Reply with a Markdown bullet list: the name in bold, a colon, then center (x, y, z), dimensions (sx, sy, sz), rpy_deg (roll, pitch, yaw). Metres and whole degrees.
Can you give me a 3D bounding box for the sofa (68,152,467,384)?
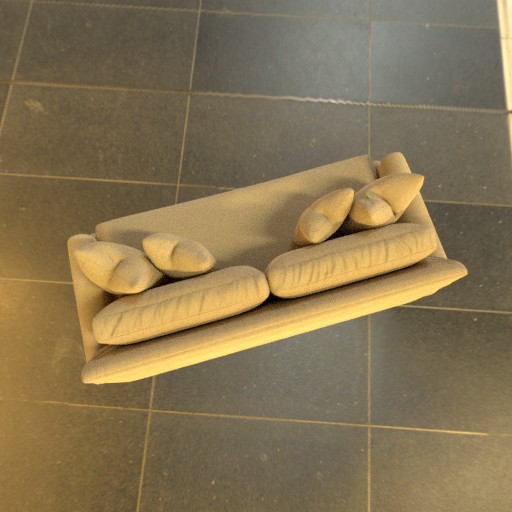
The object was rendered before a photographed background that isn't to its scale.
- **sofa**: center (0.000, 0.000, 2.855), dimensions (2.285, 0.904, 1.067), rpy_deg (-15, 75, -4)
